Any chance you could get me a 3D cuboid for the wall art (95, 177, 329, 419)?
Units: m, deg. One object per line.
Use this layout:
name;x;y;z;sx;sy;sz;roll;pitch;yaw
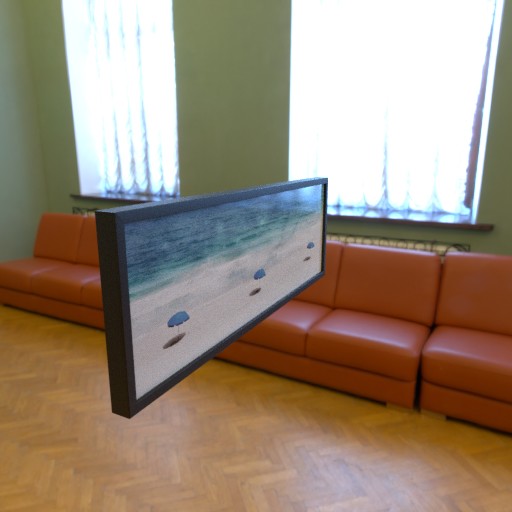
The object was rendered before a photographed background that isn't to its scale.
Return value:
wall art;0.000;0.000;0.990;0.037;0.303;0.860;7;15;27
